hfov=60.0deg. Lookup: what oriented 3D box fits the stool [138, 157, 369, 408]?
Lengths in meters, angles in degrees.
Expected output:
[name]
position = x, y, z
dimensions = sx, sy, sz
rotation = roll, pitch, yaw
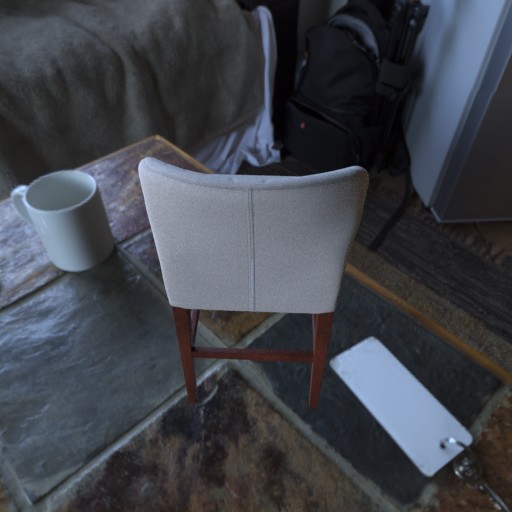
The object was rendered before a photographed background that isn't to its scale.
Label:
[stool]
position = 0.000, 0.000, 1.342
dimensions = 0.479, 0.968, 0.568
rotation = 2, 48, 2
